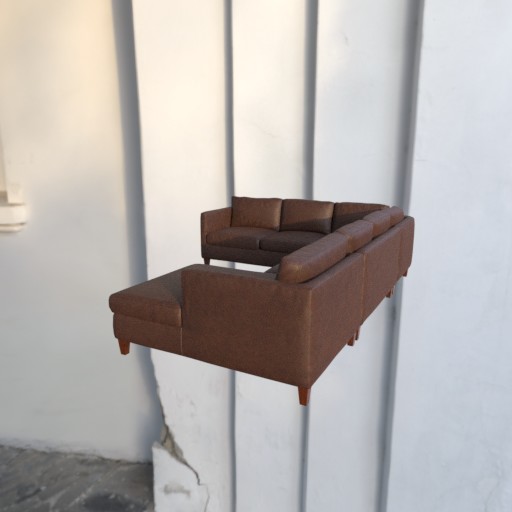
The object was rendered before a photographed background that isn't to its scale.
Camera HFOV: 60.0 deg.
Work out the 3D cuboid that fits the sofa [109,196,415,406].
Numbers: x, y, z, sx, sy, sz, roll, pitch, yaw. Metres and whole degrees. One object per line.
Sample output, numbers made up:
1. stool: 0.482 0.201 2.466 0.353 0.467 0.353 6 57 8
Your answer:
1. sofa: 0.000 0.000 4.574 2.593 0.923 3.460 7 15 28
